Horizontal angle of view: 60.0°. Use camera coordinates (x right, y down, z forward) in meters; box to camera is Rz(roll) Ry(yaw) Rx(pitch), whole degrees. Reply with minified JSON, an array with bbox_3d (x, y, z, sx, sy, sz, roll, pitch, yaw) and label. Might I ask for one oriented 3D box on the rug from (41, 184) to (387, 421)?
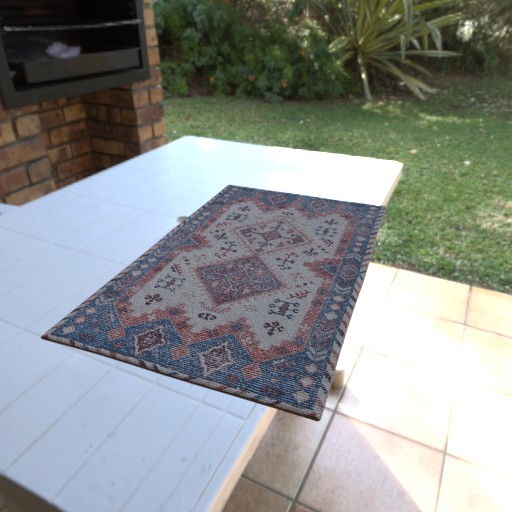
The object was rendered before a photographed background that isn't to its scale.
[{"bbox_3d":[0.000,0.000,3.111,1.521,0.023,2.464,11,31,18],"label":"rug"}]
